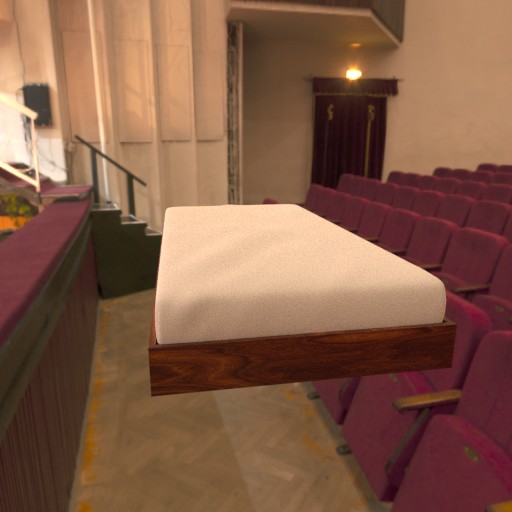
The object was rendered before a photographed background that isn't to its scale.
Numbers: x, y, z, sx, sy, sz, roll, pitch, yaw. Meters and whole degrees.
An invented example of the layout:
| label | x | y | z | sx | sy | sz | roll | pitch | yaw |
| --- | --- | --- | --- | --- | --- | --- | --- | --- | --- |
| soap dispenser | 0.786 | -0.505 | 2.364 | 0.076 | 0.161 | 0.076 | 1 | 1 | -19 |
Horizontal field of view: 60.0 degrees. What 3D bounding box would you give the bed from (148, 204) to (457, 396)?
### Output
| label | x | y | z | sx | sy | sz | roll | pitch | yaw |
| --- | --- | --- | --- | --- | --- | --- | --- | --- | --- |
| bed | 0.000 | 0.000 | 2.188 | 0.940 | 0.312 | 1.860 | -3 | 15 | -10 |
